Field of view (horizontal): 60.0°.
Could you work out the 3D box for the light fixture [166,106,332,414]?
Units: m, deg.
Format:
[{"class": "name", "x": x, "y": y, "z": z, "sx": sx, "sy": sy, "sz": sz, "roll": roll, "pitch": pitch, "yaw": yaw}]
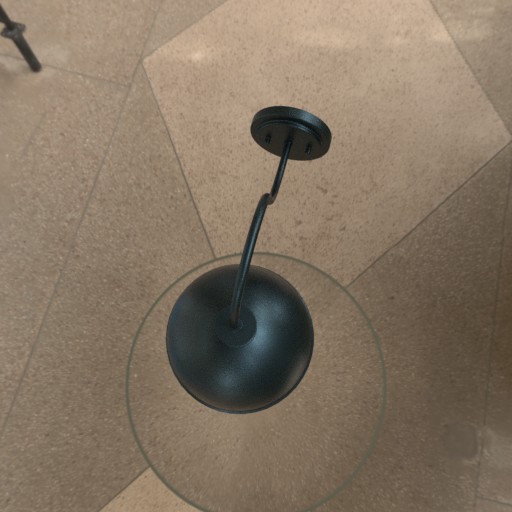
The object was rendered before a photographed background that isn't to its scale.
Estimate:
[{"class": "light fixture", "x": 0.000, "y": 0.000, "z": 0.650, "sx": 0.253, "sy": 0.295, "sz": 0.467, "roll": 14, "pitch": 75, "yaw": 4}]
